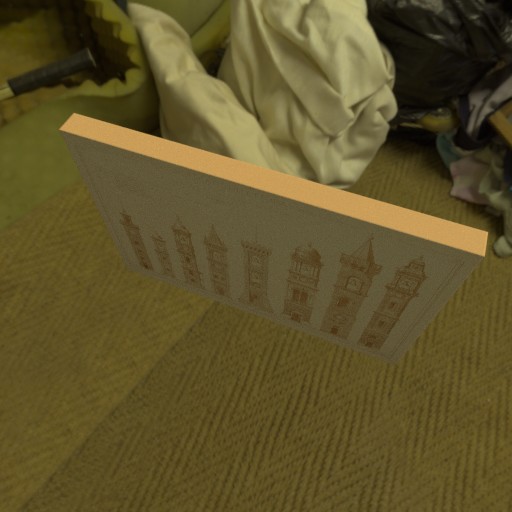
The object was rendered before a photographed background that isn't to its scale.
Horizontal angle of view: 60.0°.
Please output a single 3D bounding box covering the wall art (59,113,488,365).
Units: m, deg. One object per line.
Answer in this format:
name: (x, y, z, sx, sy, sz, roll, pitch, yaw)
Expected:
wall art: (0.000, 0.000, 0.778, 0.609, 0.407, 0.039, 18, 60, 11)
